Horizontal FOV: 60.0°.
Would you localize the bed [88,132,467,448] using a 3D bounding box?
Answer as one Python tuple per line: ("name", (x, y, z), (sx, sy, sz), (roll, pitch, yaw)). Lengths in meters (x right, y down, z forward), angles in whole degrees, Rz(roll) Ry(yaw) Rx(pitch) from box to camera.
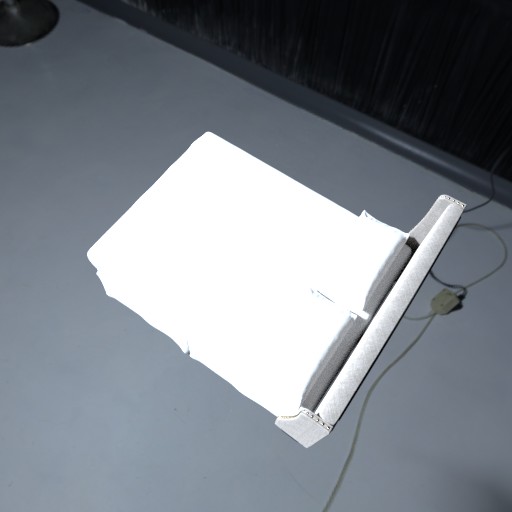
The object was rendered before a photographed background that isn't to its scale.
("bed", (0.000, 0.000, 3.413), (2.237, 1.407, 1.710), (33, 68, 15))
